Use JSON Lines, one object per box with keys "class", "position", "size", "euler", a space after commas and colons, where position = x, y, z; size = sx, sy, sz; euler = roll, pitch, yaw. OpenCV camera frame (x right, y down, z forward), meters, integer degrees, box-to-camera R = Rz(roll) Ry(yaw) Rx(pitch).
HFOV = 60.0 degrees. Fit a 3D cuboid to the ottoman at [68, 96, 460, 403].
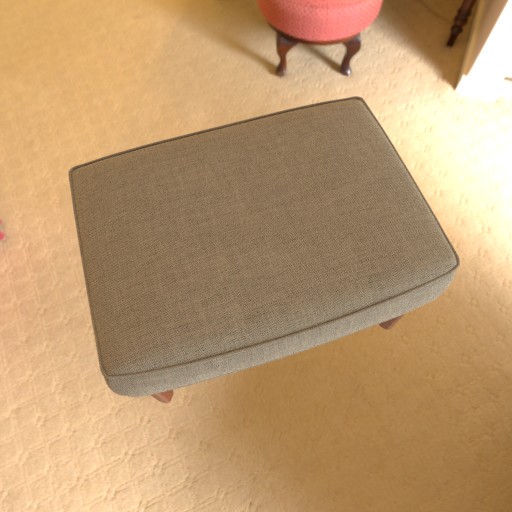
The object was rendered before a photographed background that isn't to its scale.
{"class": "ottoman", "position": [0.000, 0.000, 1.105], "size": [0.750, 0.458, 0.555], "euler": [-16, 65, -8]}
